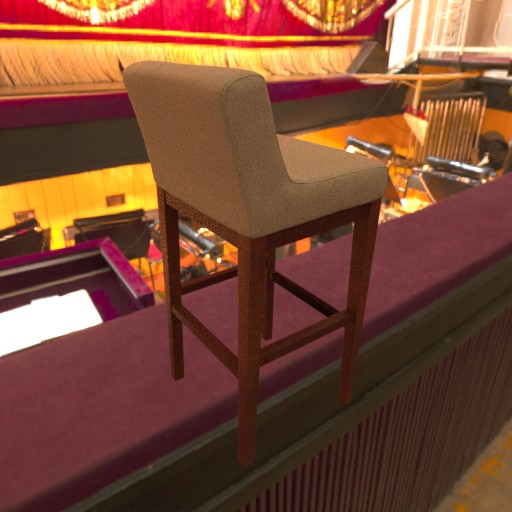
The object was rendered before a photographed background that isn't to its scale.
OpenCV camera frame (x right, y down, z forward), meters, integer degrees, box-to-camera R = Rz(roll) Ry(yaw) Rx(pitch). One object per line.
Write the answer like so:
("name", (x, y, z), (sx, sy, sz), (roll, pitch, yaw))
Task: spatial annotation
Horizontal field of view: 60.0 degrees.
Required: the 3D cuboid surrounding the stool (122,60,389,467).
("stool", (0.000, 0.000, 1.287), (0.500, 1.037, 0.511), (-18, 31, -31))
